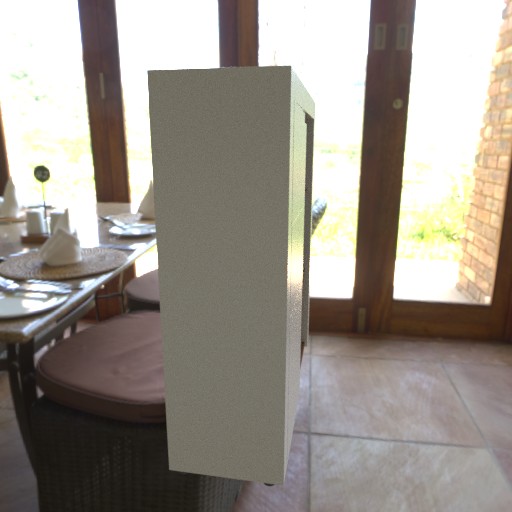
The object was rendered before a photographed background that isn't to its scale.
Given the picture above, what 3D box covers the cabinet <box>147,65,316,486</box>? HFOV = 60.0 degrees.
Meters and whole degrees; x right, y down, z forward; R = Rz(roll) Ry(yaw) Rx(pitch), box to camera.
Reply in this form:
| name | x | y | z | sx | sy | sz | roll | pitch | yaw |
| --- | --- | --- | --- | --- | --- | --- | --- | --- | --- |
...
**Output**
| name | x | y | z | sx | sy | sz | roll | pitch | yaw |
| --- | --- | --- | --- | --- | --- | --- | --- | --- | --- |
| cabinet | 0.000 | 0.000 | 1.641 | 0.348 | 1.150 | 0.990 | 3 | 15 | 10 |
